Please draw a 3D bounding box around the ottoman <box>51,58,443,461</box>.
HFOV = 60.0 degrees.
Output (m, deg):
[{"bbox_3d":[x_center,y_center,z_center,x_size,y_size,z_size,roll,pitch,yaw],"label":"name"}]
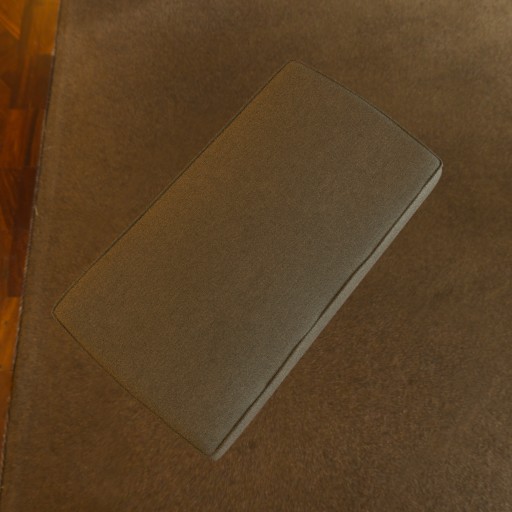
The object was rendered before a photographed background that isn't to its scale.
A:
[{"bbox_3d":[0.000,0.000,1.159,0.490,0.448,0.864,39,78,10],"label":"ottoman"}]
